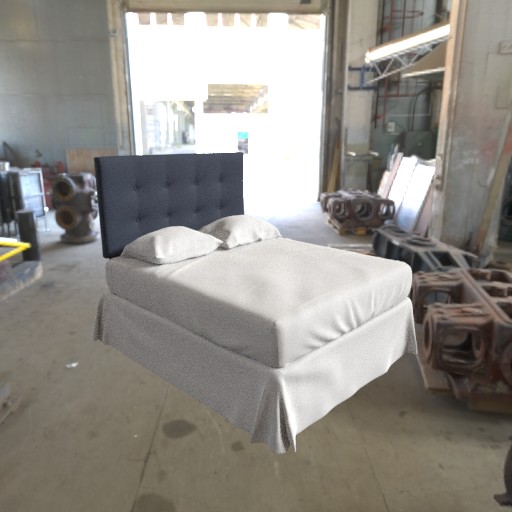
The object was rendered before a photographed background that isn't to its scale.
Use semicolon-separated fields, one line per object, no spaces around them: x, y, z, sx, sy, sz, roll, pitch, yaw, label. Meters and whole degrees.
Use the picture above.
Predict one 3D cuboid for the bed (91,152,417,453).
0.000;0.000;3.618;2.222;1.577;1.936;14;21;42;bed
